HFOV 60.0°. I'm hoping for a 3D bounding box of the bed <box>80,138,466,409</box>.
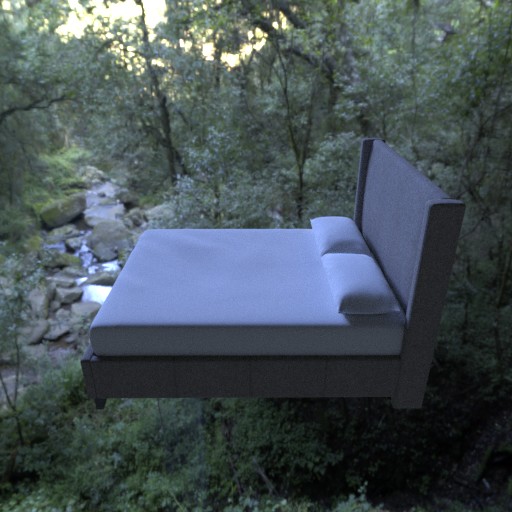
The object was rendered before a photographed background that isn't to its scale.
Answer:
[{"bbox_3d":[0.000,0.000,3.434,2.245,1.476,1.714,0,26,0],"label":"bed"}]
